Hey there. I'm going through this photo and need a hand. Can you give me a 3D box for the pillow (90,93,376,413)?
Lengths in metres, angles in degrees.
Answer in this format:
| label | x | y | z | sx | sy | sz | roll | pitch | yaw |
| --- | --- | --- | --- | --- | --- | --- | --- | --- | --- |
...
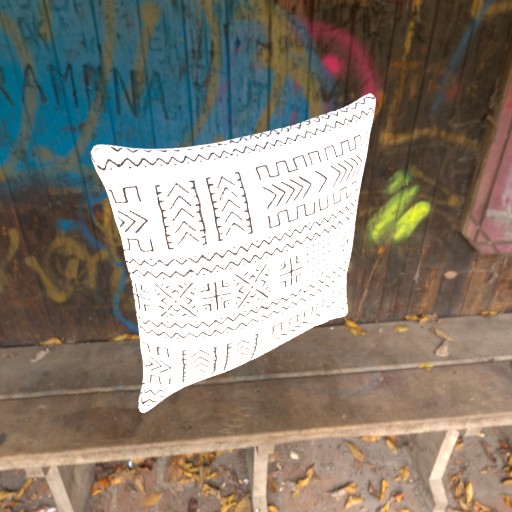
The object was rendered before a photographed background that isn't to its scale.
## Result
| label | x | y | z | sx | sy | sz | roll | pitch | yaw |
| --- | --- | --- | --- | --- | --- | --- | --- | --- | --- |
| pillow | 0.000 | 0.000 | 0.683 | 0.438 | 0.430 | 0.164 | -20 | 37 | -28 |
